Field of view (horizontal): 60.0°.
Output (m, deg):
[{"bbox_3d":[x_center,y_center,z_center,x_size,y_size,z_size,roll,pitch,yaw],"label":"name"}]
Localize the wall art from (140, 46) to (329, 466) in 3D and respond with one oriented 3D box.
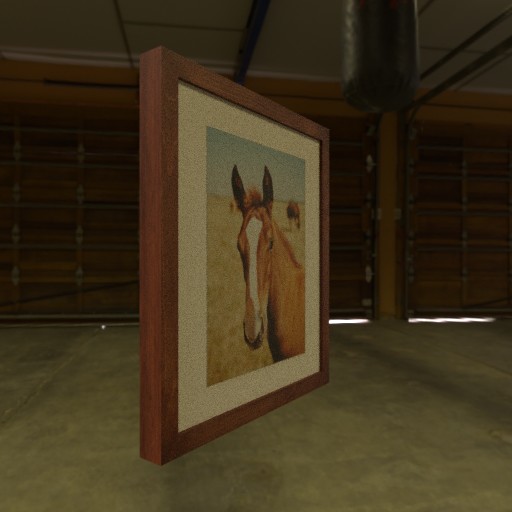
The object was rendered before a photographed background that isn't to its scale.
[{"bbox_3d":[0.000,0.000,0.543,0.030,0.381,0.330,0,0,36],"label":"wall art"}]
